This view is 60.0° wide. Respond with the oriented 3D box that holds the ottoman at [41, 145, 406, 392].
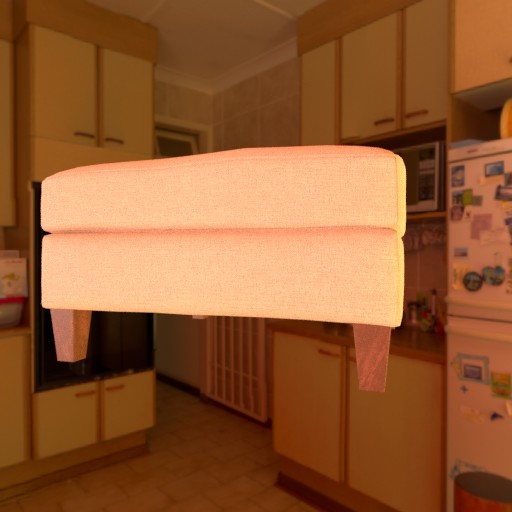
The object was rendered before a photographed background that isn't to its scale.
[{"bbox_3d":[0.000,0.000,1.309,0.838,0.503,0.838,0,1,19],"label":"ottoman"}]
